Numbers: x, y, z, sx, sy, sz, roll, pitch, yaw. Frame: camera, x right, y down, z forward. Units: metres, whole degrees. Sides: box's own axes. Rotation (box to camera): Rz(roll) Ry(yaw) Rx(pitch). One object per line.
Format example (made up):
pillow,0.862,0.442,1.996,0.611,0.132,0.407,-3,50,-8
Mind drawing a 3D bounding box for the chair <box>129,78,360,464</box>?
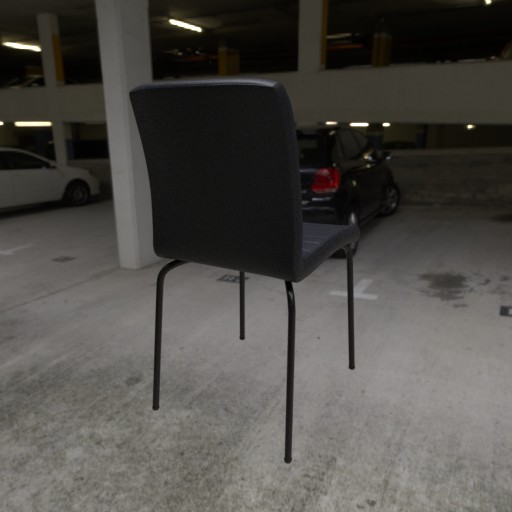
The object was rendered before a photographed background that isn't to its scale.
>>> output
chair,0.000,0.000,1.230,0.450,0.872,0.572,9,19,28
